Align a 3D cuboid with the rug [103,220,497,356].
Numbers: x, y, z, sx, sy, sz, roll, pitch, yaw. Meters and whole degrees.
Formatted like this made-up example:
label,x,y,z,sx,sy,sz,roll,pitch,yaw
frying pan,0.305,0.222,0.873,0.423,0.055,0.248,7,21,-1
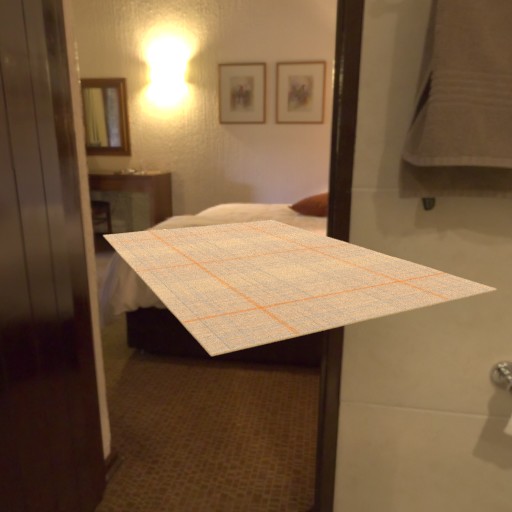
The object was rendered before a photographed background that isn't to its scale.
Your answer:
label,x,y,z,sx,sy,sz,roll,pitch,yaw
rug,0.000,0.000,2.282,1.232,0.015,1.825,-7,16,-26
